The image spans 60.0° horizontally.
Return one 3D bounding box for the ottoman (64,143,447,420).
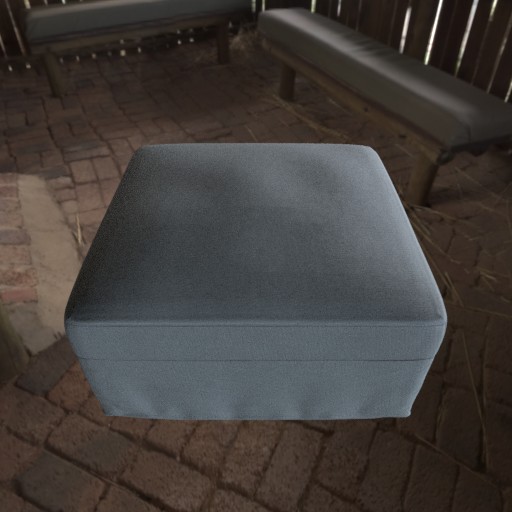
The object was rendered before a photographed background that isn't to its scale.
[{"bbox_3d":[0.000,0.000,1.341,0.843,0.441,0.842,0,40,0],"label":"ottoman"}]
